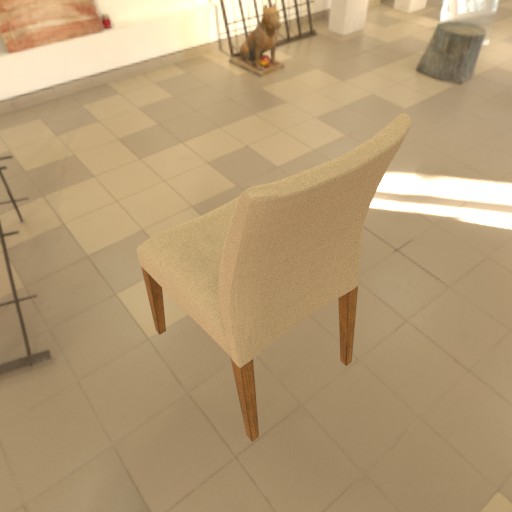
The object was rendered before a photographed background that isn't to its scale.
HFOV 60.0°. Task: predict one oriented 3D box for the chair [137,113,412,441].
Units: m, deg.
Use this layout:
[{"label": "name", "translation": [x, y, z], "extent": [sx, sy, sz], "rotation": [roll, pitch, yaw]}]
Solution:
[{"label": "chair", "translation": [0.000, 0.000, 1.279], "extent": [0.496, 0.940, 0.585], "rotation": [-30, 52, -26]}]
